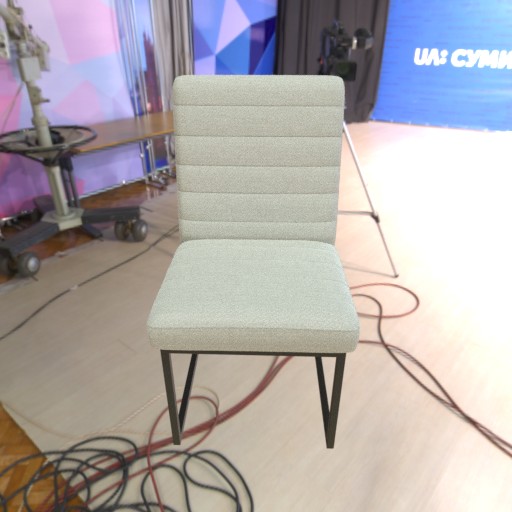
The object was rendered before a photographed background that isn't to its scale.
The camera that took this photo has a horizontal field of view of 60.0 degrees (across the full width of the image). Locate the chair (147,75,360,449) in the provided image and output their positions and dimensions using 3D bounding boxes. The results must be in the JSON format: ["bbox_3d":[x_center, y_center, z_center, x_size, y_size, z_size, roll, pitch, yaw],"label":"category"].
[{"bbox_3d":[0.000,0.000,1.309,0.520,0.930,0.634,1,30,1],"label":"chair"}]
